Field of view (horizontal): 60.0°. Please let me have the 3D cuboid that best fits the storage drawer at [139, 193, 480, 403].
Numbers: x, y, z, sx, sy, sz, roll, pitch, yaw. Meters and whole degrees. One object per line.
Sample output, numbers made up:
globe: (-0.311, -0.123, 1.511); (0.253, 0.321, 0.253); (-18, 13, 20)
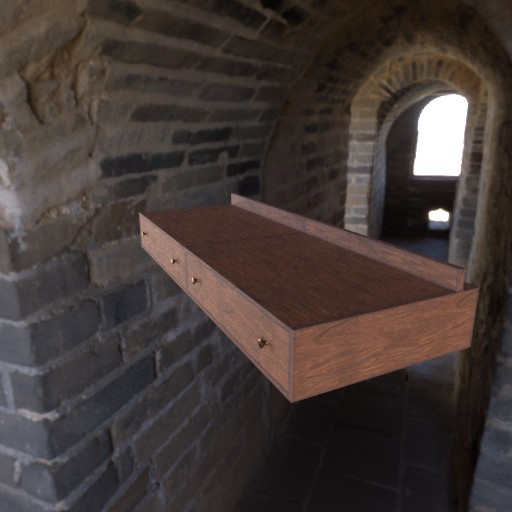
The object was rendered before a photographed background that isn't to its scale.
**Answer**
storage drawer: (0.000, 0.000, 2.215); (0.774, 0.339, 1.914); (-8, 18, -25)
